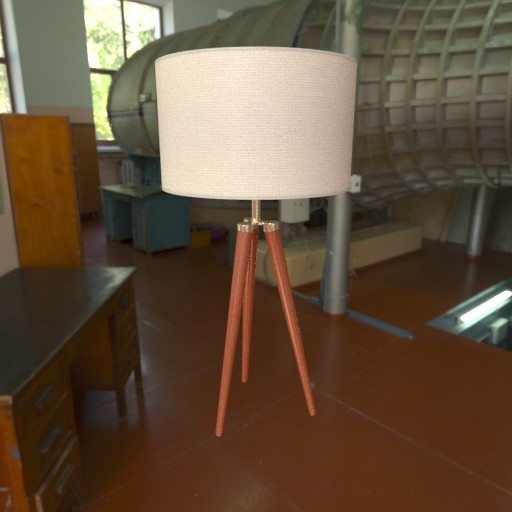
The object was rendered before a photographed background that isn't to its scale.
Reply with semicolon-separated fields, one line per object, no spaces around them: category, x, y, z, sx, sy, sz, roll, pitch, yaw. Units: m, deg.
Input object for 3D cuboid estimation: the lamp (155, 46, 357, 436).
lamp;0.000;0.000;0.889;0.355;0.709;0.354;-2;15;-8
